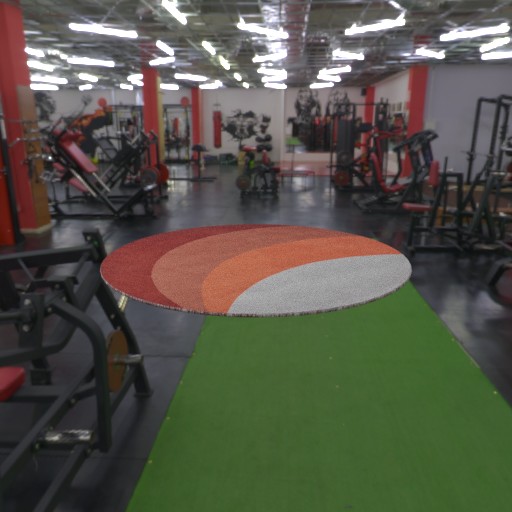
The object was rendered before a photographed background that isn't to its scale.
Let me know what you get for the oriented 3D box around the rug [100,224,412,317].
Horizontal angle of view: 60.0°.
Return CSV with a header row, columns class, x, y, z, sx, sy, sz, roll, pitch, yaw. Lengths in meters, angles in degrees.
class,x,y,z,sx,sy,sz,roll,pitch,yaw
rug,0.000,0.000,2.272,1.514,0.015,1.514,0,16,0
